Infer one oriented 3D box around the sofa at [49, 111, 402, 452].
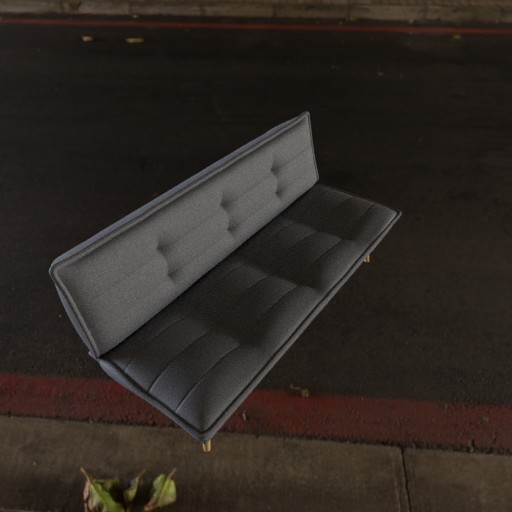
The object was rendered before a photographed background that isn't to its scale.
[{"bbox_3d":[0.000,0.000,2.480,0.950,0.890,1.940,26,47,27],"label":"sofa"}]
